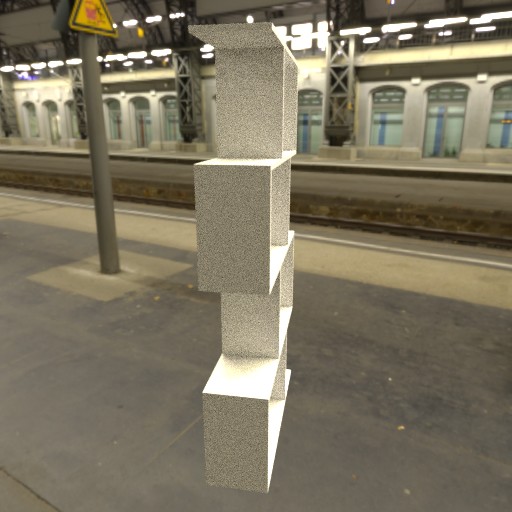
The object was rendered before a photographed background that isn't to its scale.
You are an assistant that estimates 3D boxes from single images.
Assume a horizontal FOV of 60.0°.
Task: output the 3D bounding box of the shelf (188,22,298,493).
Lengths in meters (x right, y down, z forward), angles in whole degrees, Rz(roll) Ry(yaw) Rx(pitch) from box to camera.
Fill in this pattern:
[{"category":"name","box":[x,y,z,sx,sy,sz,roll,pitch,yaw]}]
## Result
[{"category":"shelf","box":[0.000,0.000,1.930,0.250,1.650,0.890,3,17,10]}]
